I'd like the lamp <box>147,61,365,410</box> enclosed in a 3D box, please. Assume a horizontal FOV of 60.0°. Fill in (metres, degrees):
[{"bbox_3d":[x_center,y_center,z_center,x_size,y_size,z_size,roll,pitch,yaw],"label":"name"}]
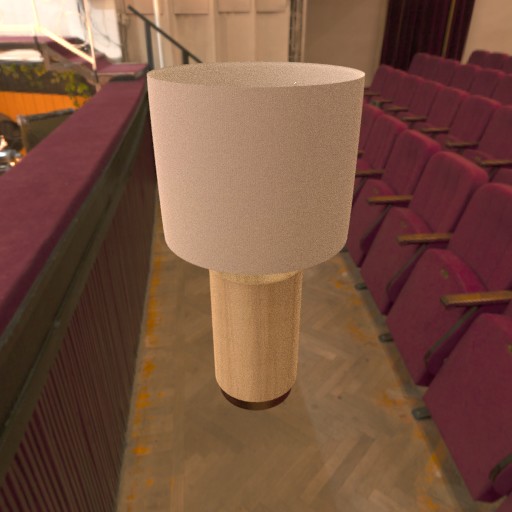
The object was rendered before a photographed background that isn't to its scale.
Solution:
[{"bbox_3d":[0.000,0.000,0.575,0.228,0.444,0.228,-1,29,-2],"label":"lamp"}]
